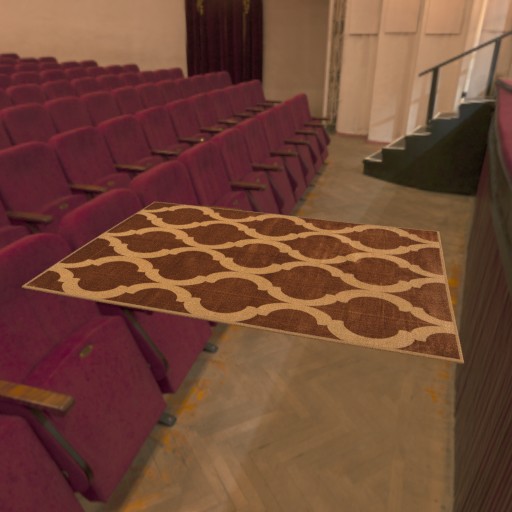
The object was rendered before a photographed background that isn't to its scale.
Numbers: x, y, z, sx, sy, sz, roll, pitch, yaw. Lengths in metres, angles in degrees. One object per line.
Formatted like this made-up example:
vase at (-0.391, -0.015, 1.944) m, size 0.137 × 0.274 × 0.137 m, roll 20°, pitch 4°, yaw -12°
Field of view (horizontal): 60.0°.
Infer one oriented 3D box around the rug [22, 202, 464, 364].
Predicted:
rug at (0.000, 0.000, 2.823) m, size 2.290 × 0.014 × 1.526 m, roll 7°, pitch 27°, yaw 15°
